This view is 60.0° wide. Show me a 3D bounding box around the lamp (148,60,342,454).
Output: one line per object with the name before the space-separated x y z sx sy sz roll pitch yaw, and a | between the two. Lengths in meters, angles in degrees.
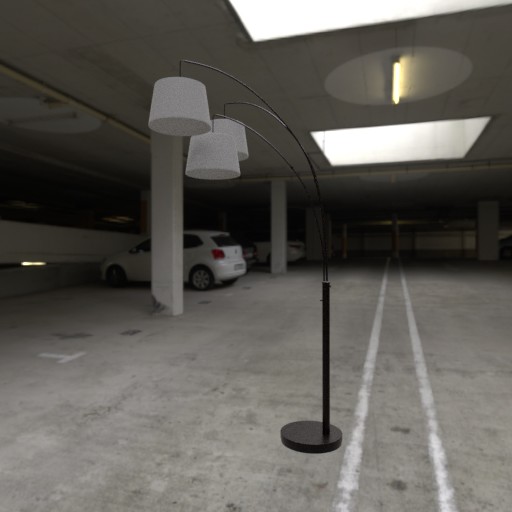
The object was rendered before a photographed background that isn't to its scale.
lamp | 0.000 0.000 2.420 0.924 1.950 0.951 0 -1 17
